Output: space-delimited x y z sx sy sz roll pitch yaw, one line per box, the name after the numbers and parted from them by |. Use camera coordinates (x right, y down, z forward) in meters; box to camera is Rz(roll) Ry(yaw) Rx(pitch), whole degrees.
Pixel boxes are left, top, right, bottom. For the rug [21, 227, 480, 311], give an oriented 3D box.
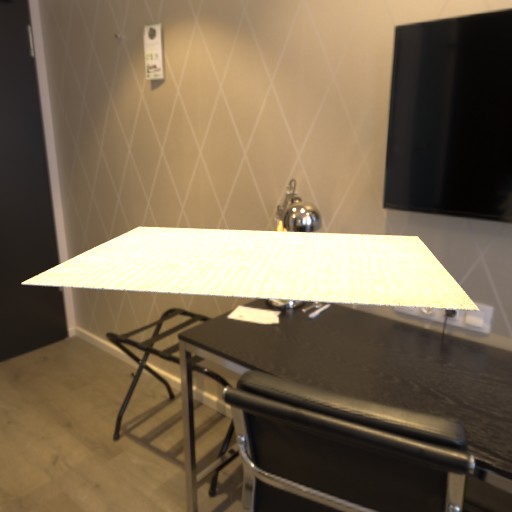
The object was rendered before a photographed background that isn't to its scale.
0.000 0.000 2.305 1.827 0.007 1.211 3 15 9 | rug
